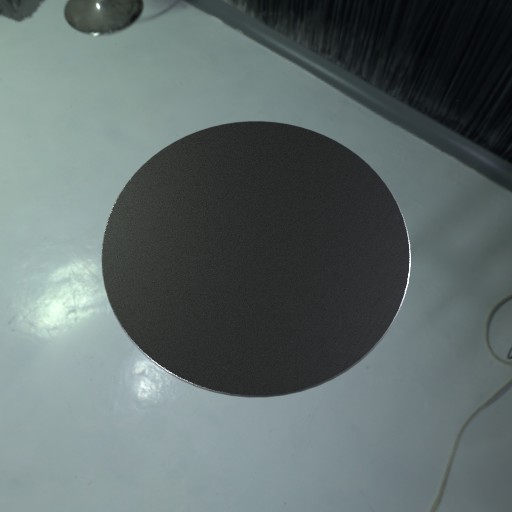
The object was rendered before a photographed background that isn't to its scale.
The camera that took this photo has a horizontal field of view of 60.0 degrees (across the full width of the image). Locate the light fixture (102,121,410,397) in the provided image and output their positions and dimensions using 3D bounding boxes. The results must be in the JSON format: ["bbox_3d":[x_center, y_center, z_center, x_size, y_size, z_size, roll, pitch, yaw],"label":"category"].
[{"bbox_3d":[0.000,0.000,0.575,0.368,0.100,0.368,0,64,0],"label":"light fixture"}]
